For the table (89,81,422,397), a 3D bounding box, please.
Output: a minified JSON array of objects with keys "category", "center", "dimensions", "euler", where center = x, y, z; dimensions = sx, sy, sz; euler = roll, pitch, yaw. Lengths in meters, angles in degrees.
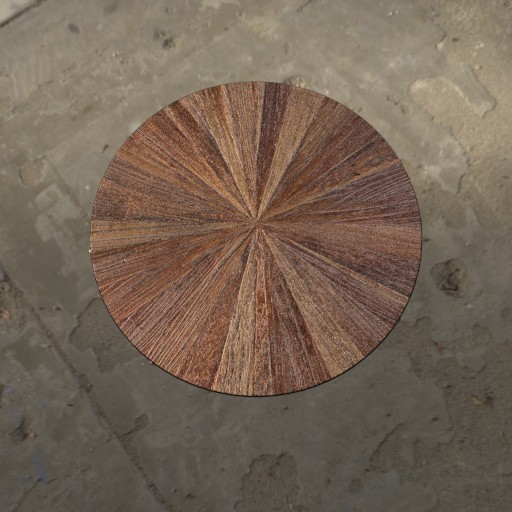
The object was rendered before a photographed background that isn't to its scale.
[{"category":"table","center":[0.000,0.000,1.498],"dimensions":[0.885,0.658,0.885],"euler":[0,75,0]}]
